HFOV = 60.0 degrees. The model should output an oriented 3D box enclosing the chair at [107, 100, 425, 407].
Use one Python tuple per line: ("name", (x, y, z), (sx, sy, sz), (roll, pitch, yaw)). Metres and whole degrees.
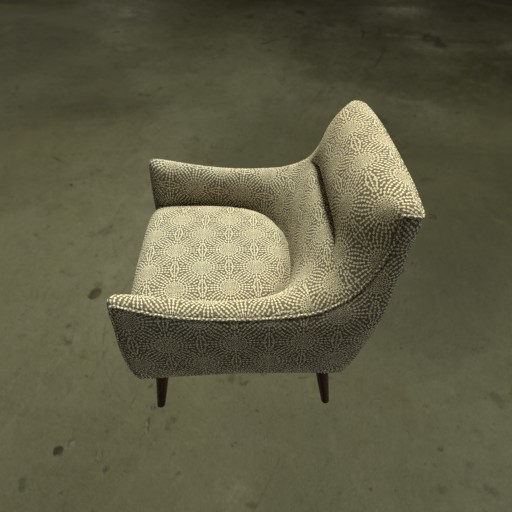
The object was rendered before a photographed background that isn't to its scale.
("chair", (0.000, 0.000, 1.477), (0.787, 0.838, 0.762), (-1, 42, -1))
